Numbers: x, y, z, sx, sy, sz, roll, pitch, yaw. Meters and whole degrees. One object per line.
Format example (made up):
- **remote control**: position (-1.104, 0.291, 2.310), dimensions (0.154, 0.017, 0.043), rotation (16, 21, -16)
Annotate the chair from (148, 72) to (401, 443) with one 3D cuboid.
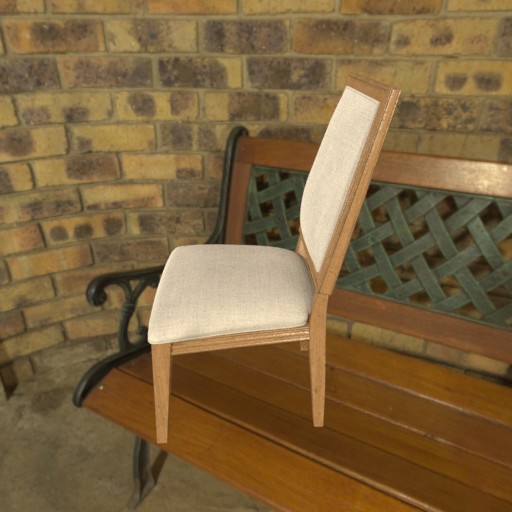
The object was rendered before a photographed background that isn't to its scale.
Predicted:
- **chair**: position (0.000, 0.000, 1.325), dimensions (0.601, 0.988, 0.536), rotation (-1, 27, -1)
